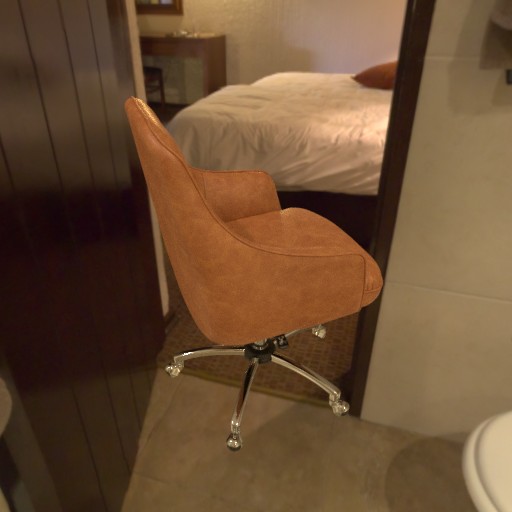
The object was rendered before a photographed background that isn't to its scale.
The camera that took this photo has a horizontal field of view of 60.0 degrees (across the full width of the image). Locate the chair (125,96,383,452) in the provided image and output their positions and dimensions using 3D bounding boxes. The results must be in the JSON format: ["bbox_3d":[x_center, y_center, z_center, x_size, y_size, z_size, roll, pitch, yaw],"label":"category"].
[{"bbox_3d":[0.000,0.000,1.308,0.615,0.909,0.628,-11,32,-17],"label":"chair"}]
